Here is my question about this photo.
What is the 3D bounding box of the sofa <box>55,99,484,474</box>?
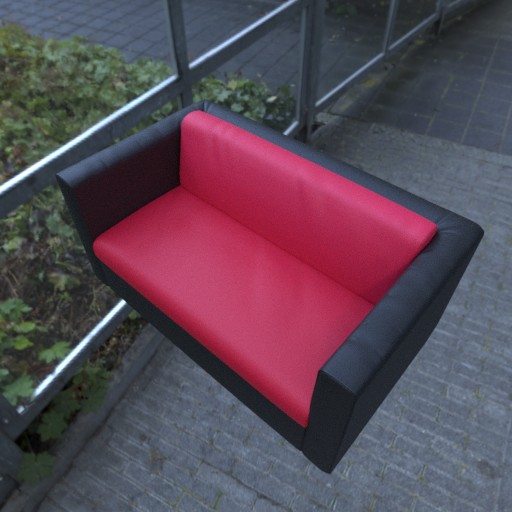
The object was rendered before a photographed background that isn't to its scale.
[{"bbox_3d":[0.000,0.000,1.860,1.410,0.735,0.845,33,55,27],"label":"sofa"}]
